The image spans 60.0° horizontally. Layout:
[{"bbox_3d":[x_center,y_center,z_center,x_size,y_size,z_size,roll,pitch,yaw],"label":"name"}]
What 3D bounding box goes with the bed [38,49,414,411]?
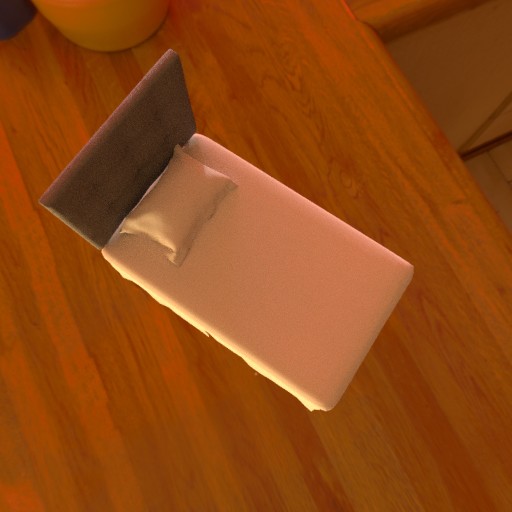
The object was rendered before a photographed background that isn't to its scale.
[{"bbox_3d":[0.000,0.000,3.010,1.997,1.571,1.261,33,78,8],"label":"bed"}]
